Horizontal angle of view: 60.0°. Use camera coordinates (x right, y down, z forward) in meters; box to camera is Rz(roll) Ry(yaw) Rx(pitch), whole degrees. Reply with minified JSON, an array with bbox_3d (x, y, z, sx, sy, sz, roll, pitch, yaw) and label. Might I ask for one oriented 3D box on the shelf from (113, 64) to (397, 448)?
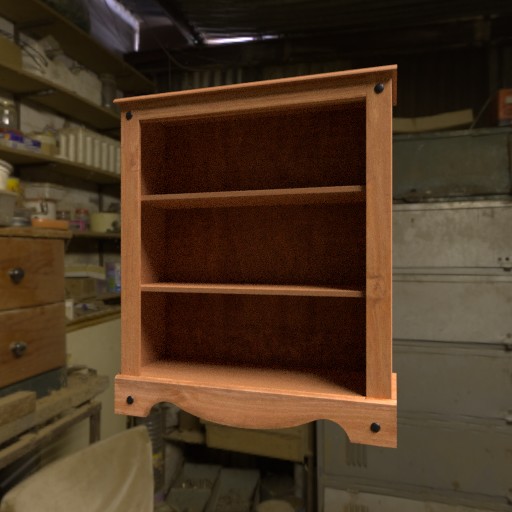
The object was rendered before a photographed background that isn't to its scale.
[{"bbox_3d":[0.000,0.000,1.389,0.840,0.980,0.291,0,0,17],"label":"shelf"}]
